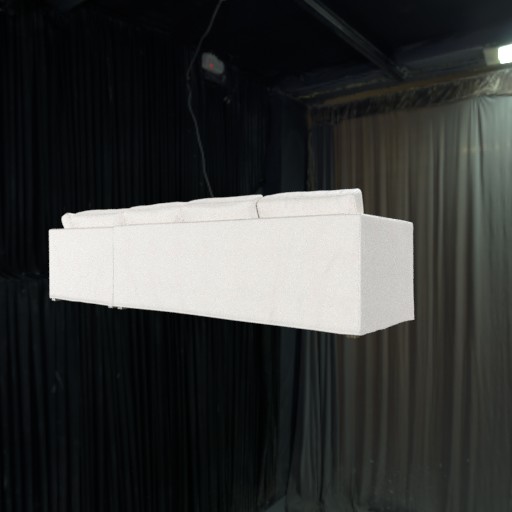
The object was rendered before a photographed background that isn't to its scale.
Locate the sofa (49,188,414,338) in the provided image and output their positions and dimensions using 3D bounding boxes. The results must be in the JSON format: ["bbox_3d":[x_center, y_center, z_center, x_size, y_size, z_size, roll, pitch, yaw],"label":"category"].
[{"bbox_3d":[0.000,0.000,4.278,3.182,0.871,2.432,1,1,36],"label":"sofa"}]
